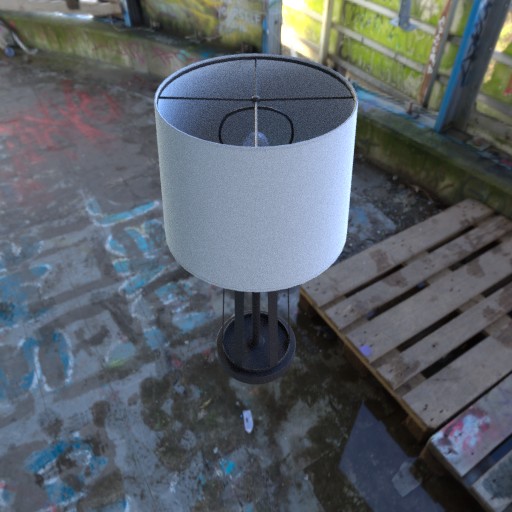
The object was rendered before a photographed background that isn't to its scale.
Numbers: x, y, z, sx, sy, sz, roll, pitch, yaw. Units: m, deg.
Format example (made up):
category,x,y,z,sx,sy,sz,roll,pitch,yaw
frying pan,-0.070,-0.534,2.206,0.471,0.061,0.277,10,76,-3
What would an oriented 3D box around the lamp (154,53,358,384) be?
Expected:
category,x,y,z,sx,sy,sz,roll,pitch,yaw
lamp,0.000,0.000,0.666,0.251,0.509,0.251,0,46,0
